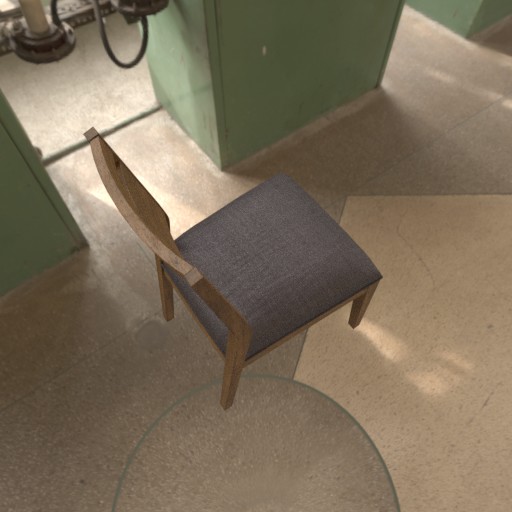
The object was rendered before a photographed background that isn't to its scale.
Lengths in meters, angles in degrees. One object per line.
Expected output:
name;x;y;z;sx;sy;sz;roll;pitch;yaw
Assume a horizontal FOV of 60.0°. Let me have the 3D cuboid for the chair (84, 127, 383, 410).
chair;0.000;0.000;1.287;0.610;0.939;0.501;-31;64;-17
